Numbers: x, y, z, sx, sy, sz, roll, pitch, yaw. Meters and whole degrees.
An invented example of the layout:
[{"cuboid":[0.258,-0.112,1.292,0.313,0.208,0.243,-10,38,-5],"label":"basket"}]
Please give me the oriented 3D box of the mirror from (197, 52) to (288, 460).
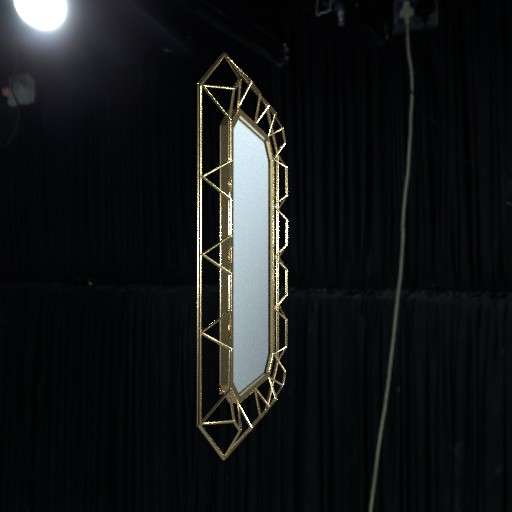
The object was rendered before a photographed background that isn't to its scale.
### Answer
[{"cuboid":[0.000,0.000,1.090,0.051,0.870,0.572,0,-1,18],"label":"mirror"}]
